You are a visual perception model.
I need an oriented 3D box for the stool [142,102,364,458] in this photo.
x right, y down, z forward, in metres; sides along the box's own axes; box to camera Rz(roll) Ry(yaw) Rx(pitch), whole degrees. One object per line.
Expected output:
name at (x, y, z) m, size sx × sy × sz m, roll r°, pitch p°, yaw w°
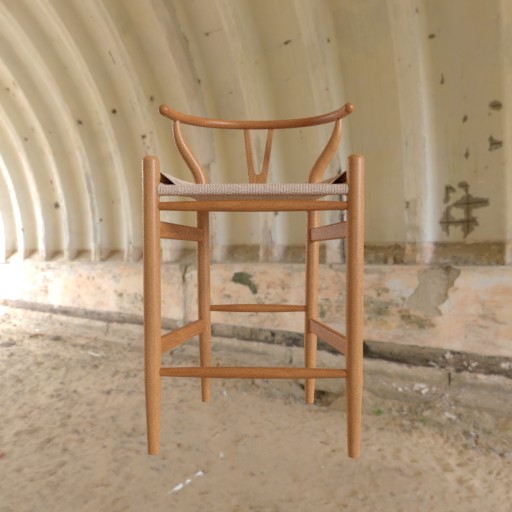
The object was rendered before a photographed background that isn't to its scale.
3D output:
stool at (0.000, 0.000, 1.328) m, size 0.569 × 0.970 × 0.579 m, roll 0°, pitch 0°, yaw 2°
